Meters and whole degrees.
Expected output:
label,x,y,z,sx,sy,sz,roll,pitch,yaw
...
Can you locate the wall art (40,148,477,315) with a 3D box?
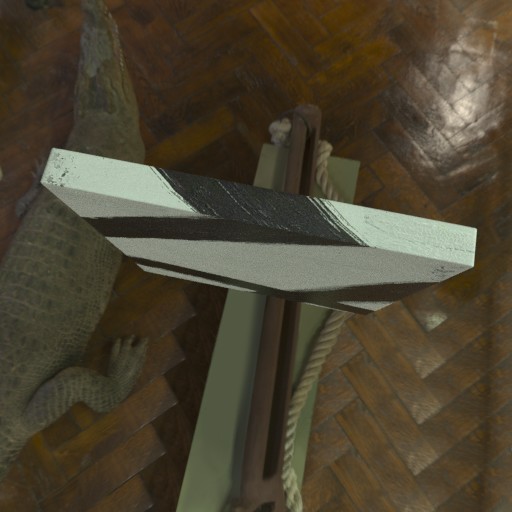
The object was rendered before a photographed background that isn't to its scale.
label,x,y,z,sx,sy,sz,roll,pitch,yaw
wall art,0.000,0.000,0.756,0.507,0.508,0.050,11,76,3
